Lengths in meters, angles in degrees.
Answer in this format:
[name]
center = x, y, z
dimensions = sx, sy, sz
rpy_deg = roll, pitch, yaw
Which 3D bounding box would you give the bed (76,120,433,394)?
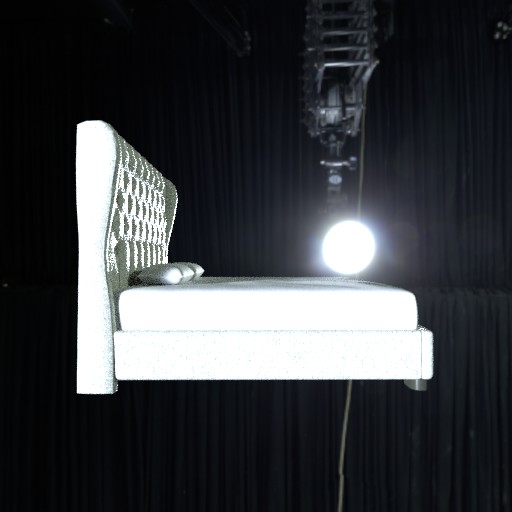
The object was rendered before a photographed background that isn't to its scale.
[bed]
center = 0.000, 0.000, 3.929
dimensions = 2.347, 1.771, 2.219
rpy_deg = 0, 0, 0
